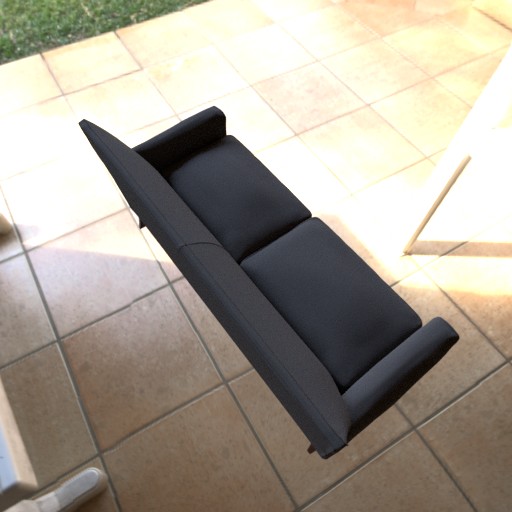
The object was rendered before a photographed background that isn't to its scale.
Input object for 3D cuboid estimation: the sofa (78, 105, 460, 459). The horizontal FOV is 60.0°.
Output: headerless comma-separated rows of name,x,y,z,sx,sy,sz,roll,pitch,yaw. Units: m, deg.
sofa,0.000,0.000,2.380,0.843,0.907,2.002,-32,63,-19
